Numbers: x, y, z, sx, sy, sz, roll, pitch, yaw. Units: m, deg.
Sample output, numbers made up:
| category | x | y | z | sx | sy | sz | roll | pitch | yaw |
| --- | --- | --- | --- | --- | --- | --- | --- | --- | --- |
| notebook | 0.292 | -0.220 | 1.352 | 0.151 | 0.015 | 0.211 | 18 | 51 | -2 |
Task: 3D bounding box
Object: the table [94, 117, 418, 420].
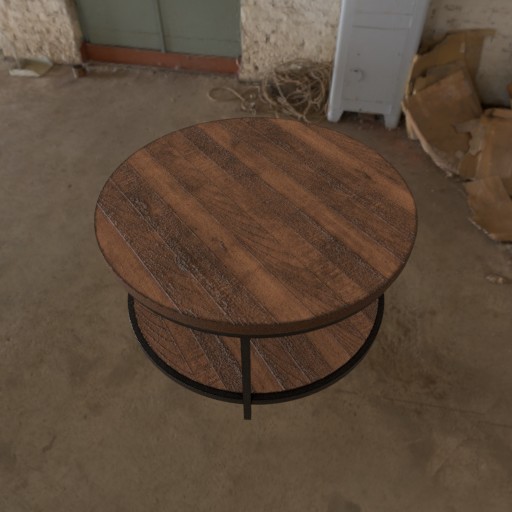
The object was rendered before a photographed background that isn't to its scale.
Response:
| category | x | y | z | sx | sy | sz | roll | pitch | yaw |
| --- | --- | --- | --- | --- | --- | --- | --- | --- | --- |
| table | 0.000 | 0.000 | 1.347 | 0.837 | 0.462 | 0.837 | 0 | 46 | 0 |
